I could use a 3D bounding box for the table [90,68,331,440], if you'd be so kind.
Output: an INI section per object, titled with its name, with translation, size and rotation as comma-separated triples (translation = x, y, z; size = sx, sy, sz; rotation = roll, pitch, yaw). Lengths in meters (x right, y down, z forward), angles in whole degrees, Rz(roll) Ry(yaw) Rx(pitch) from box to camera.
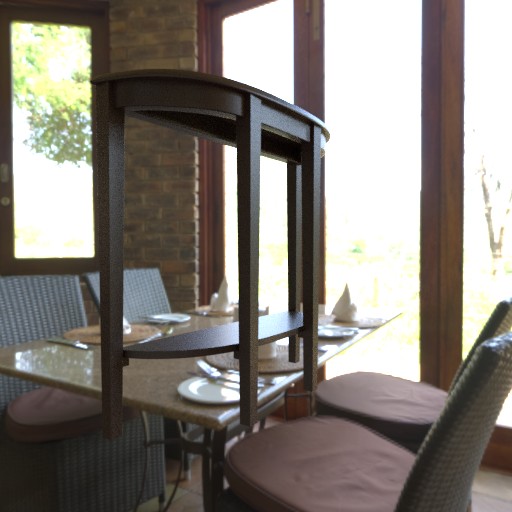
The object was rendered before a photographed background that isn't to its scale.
[table]
translation = 0.000, 0.000, 1.297
size = 0.274, 0.831, 0.909
rotation = 1, 1, 35
